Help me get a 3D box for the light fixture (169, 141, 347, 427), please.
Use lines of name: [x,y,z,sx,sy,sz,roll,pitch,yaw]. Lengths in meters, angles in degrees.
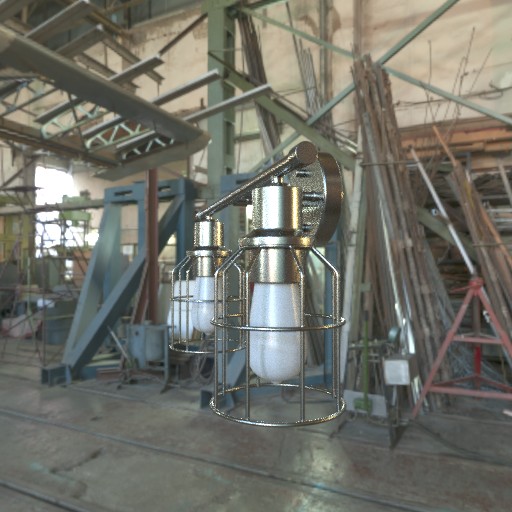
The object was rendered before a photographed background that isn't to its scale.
light fixture: [0.000,0.000,0.516,0.165,0.254,0.406,0,-2,-18]
